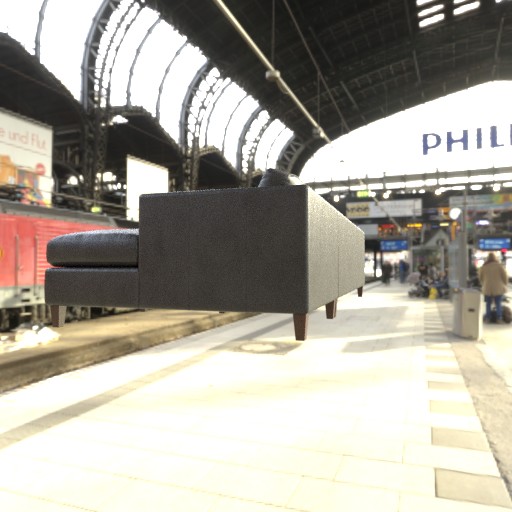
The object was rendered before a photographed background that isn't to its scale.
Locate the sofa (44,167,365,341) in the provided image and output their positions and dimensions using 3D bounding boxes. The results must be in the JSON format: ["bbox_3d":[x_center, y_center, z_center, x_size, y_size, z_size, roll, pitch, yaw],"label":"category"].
[{"bbox_3d":[0.000,0.000,3.842,1.581,0.883,3.203,0,-1,18],"label":"sofa"}]
